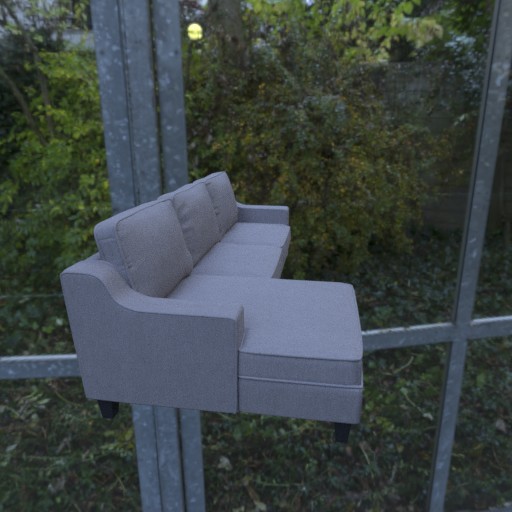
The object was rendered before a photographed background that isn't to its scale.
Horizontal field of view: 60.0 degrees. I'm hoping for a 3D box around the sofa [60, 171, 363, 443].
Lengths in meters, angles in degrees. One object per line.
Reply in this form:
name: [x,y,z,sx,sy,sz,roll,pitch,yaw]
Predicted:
sofa: [0.000,0.000,3.052,1.294,0.928,2.561,3,17,8]
